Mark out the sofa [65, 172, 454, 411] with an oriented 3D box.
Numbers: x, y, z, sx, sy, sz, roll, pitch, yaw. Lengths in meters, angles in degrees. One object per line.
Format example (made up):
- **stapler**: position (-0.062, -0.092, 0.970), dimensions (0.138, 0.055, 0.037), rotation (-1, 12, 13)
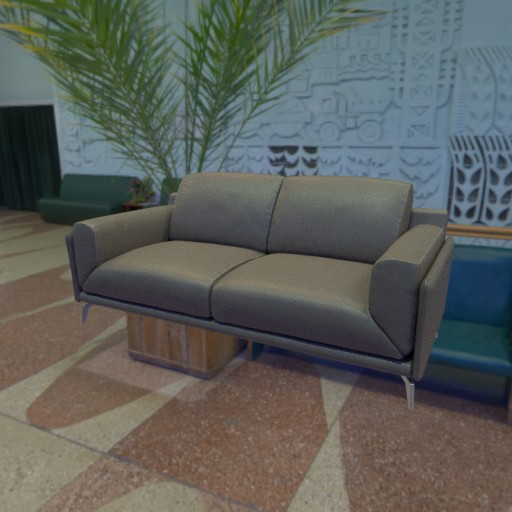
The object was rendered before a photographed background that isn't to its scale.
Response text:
- **sofa**: position (0.000, 0.000, 2.665), dimensions (2.101, 0.930, 1.049), rotation (7, 16, 27)
